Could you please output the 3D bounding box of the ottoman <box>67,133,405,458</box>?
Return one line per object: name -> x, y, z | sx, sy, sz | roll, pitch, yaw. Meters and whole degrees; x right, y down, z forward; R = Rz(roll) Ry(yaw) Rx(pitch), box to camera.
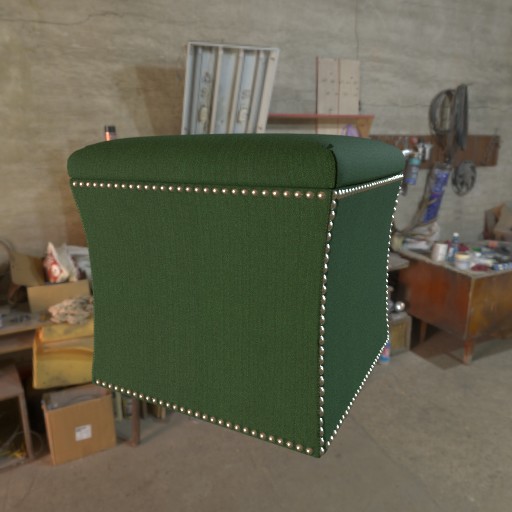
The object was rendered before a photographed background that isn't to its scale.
ottoman -> 0.000, 0.000, 0.897 | 0.497, 0.475, 0.507 | 7, 15, 27
